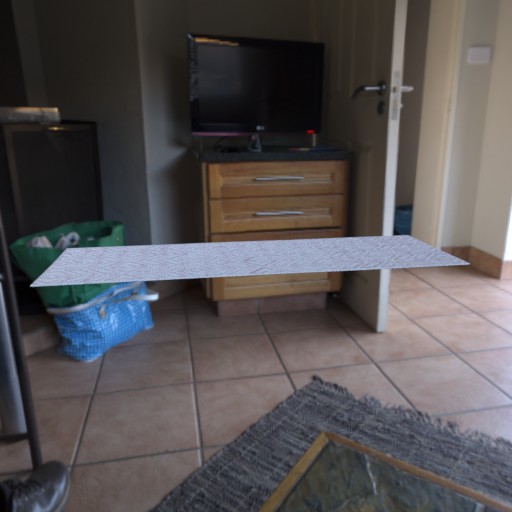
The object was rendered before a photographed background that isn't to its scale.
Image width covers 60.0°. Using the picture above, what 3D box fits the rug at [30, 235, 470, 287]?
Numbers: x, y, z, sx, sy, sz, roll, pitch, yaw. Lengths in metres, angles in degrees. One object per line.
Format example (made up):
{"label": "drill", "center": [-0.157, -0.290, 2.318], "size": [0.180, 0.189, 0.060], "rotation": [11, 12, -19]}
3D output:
{"label": "rug", "center": [0.000, 0.000, 2.778], "size": [2.435, 0.009, 0.750], "rotation": [-3, 16, -9]}
